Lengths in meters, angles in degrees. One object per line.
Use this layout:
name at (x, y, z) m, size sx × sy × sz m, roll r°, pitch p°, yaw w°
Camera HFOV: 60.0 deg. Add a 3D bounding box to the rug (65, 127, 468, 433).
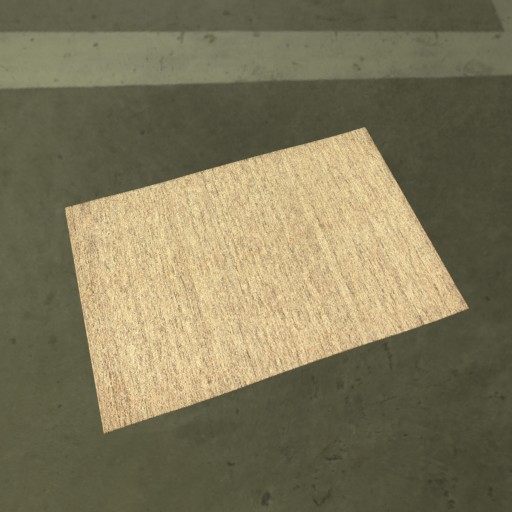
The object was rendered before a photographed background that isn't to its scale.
rug at (0.000, 0.000, 2.920) m, size 2.283 × 0.013 × 1.547 m, roll -17°, pitch 65°, yaw -8°
